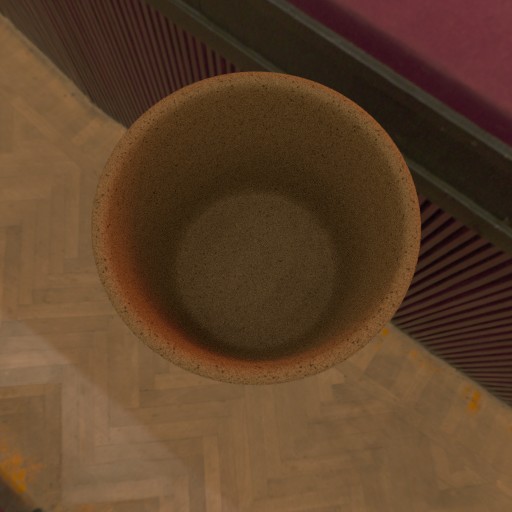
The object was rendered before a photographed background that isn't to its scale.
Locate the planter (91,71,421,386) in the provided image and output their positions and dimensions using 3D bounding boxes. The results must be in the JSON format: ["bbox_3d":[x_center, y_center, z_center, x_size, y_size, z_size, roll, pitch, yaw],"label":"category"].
[{"bbox_3d":[0.000,0.000,0.352,0.191,0.199,0.191,0,76,0],"label":"planter"}]
